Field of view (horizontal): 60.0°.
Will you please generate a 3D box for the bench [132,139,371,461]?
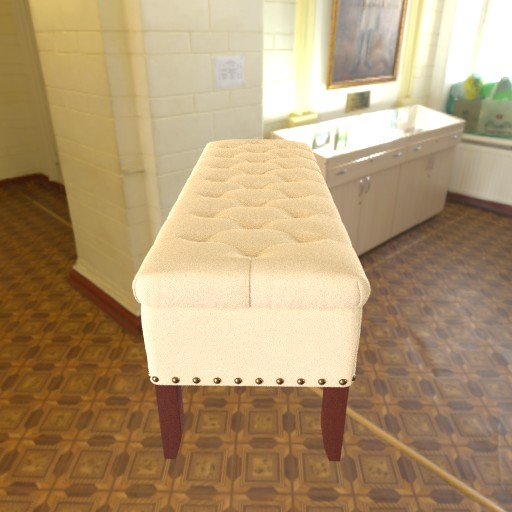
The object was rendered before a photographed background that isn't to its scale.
[{"bbox_3d":[0.000,0.000,1.277,0.400,0.470,1.054,0,26,1],"label":"bench"}]
